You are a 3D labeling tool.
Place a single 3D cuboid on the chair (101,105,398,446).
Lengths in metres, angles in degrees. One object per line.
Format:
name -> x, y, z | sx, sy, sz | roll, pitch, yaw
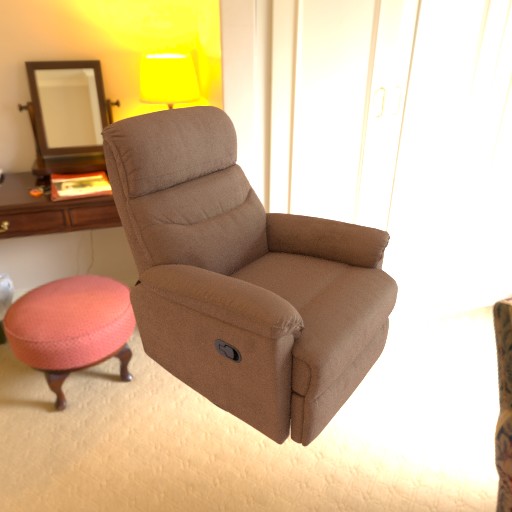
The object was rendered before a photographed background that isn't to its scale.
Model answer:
chair -> 0.000, 0.000, 1.749 | 1.004, 1.037, 0.820 | 19, 33, 33
